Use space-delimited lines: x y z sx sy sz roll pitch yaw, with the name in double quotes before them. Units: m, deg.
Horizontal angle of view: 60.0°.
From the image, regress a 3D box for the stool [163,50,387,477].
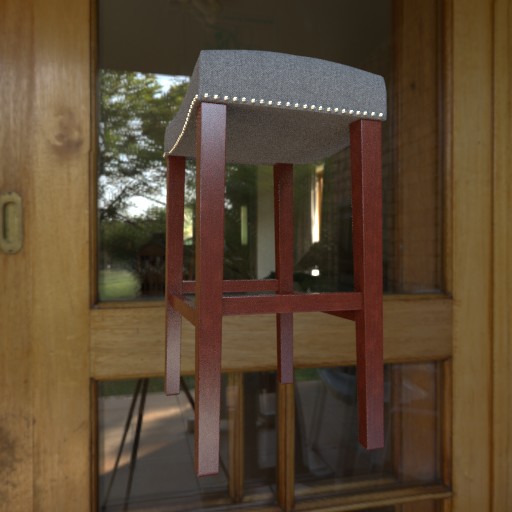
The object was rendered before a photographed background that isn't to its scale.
"stool" 0.000 0.000 1.024 0.372 0.742 0.504 0 0 -18
